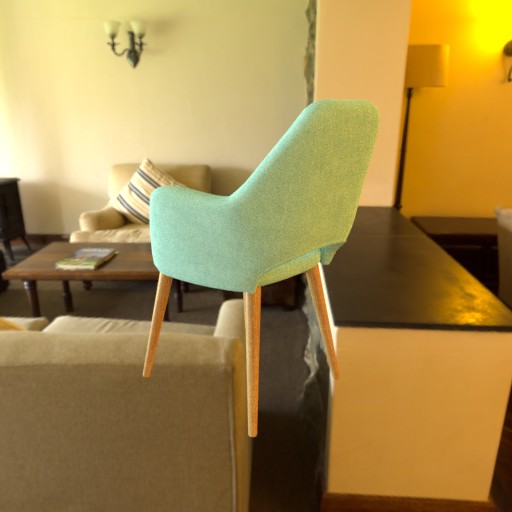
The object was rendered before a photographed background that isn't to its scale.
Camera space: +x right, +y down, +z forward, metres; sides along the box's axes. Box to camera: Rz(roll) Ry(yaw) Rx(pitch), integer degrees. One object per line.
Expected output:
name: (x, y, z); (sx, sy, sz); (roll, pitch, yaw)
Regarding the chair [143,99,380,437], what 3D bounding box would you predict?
chair: (0.000, 0.000, 1.278); (0.610, 0.840, 0.590); (17, 24, 42)
